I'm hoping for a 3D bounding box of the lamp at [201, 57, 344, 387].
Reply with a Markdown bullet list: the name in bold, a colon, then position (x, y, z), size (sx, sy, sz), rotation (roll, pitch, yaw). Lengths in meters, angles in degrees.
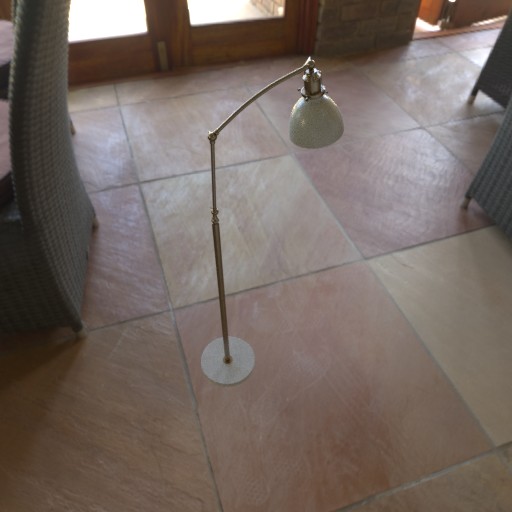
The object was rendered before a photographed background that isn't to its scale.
- **lamp**: position (0.000, 0.000, 1.850), size (0.599, 1.586, 0.288), rotation (-11, 48, -11)
